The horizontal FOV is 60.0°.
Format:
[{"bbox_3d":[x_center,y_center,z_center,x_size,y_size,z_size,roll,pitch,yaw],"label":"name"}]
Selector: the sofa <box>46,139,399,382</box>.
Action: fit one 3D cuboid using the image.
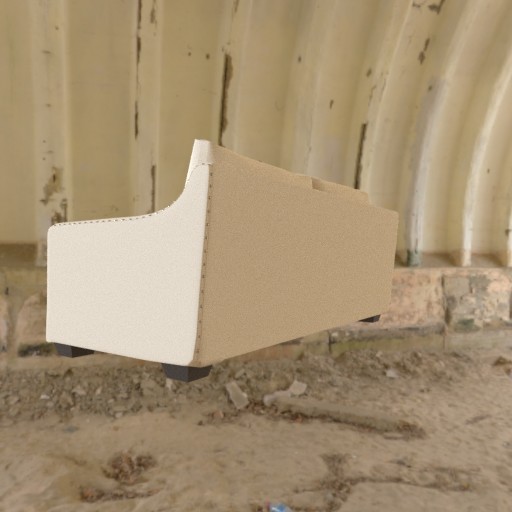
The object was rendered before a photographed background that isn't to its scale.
[{"bbox_3d":[0.000,0.000,2.342,0.949,0.830,1.812,0,0,35],"label":"sofa"}]
